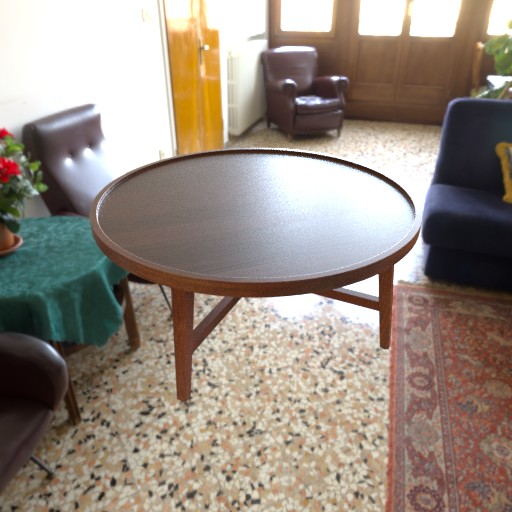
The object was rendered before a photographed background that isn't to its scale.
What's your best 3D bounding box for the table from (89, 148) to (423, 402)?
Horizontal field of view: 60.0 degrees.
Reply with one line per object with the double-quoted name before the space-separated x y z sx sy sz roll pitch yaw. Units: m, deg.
"table" 0.000 0.000 1.208 0.800 0.360 0.800 0 30 0
